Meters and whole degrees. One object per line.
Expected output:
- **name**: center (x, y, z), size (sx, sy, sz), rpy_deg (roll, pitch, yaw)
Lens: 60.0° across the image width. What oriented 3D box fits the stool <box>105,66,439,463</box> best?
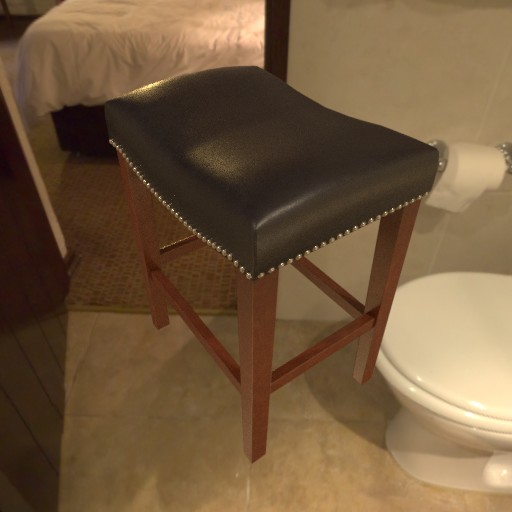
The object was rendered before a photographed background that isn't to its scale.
- **stool**: center (0.000, 0.000, 0.956), size (0.372, 0.654, 0.504), rpy_deg (-25, 47, -26)
